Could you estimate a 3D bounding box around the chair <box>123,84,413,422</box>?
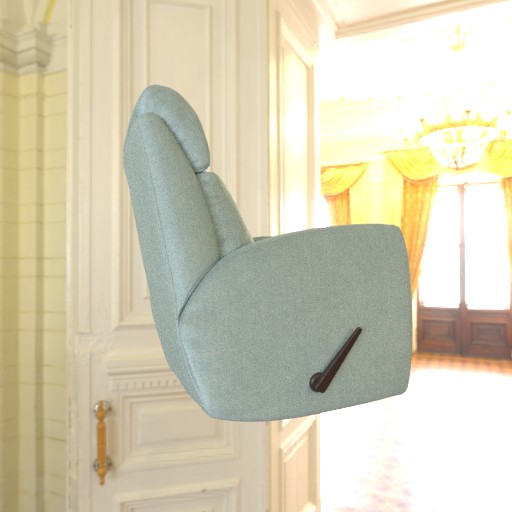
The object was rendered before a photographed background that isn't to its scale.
[{"bbox_3d":[0.000,0.000,1.662,0.940,1.013,0.812,0,0,-20],"label":"chair"}]
